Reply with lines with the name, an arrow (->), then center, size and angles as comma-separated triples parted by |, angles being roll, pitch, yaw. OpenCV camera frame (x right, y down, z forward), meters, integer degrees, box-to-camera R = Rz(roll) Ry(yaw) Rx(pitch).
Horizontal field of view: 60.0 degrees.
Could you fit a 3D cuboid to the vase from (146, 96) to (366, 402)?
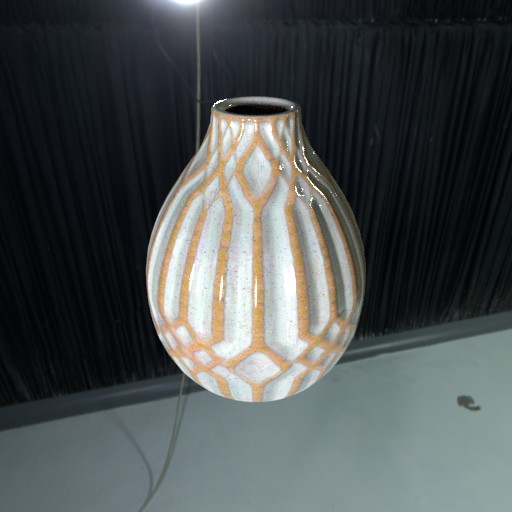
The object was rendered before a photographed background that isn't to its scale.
vase -> 0.000, 0.000, 0.265 | 0.131, 0.175, 0.131 | 0, 32, 0
